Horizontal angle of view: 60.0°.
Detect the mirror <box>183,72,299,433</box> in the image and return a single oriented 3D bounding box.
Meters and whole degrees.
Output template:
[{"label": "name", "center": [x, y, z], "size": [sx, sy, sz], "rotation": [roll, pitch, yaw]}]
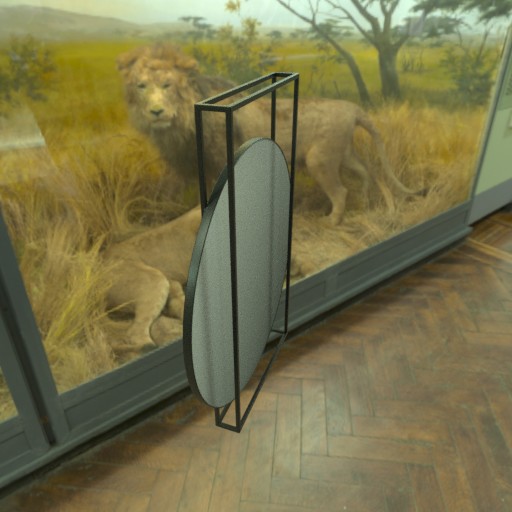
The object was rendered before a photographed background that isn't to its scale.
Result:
[{"label": "mirror", "center": [0.000, 0.000, 0.832], "size": [0.051, 0.603, 0.508], "rotation": [11, 32, 18]}]
